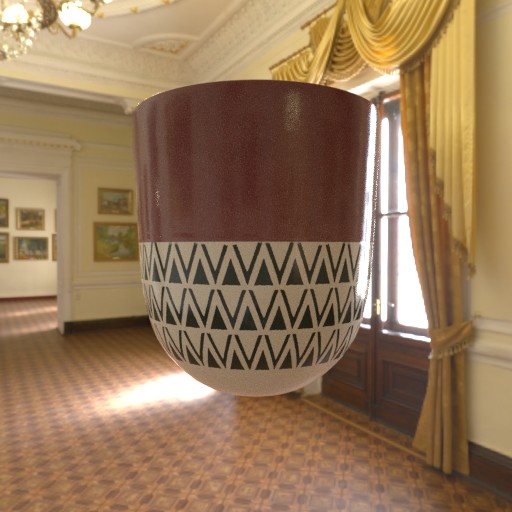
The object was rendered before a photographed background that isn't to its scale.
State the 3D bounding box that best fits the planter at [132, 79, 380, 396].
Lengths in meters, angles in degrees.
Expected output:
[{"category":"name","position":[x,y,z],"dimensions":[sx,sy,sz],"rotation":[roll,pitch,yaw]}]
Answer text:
[{"category":"planter","position":[0.000,0.000,0.362],"dimensions":[0.195,0.214,0.195],"rotation":[0,1,0]}]
